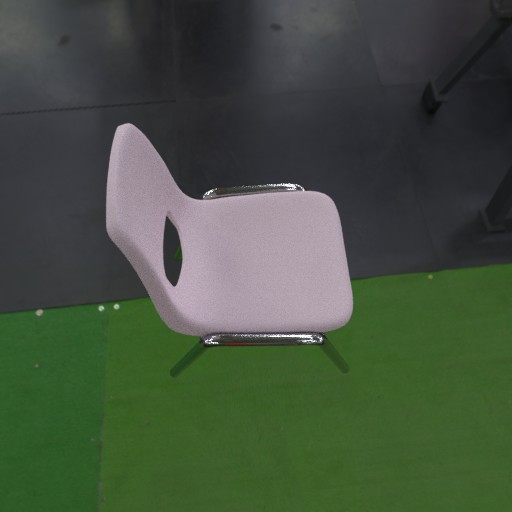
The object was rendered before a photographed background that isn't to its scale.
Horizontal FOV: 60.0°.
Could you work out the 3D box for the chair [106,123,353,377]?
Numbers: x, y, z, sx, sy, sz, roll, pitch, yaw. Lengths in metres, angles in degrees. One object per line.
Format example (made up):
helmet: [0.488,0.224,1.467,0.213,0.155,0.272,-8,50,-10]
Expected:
chair: [0.000,0.000,0.863,0.423,0.586,0.354,-3,63,-1]
